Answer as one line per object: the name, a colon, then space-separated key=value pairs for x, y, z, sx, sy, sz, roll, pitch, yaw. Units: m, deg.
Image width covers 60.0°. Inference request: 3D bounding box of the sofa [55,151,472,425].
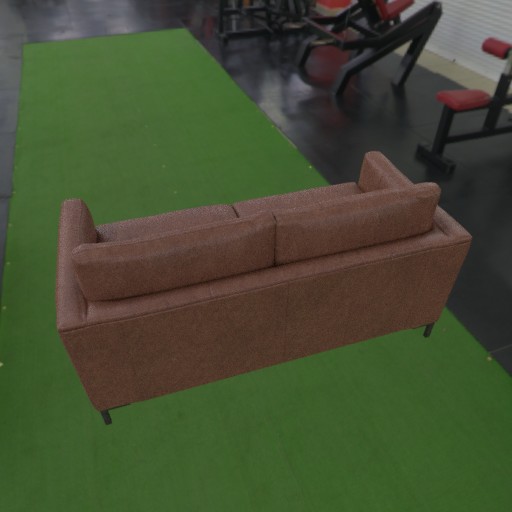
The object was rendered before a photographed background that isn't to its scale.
sofa: x=0.000 y=0.000 z=2.232 sx=1.797 sy=0.883 sz=0.899 roll=-12 pitch=42 yaw=-13
